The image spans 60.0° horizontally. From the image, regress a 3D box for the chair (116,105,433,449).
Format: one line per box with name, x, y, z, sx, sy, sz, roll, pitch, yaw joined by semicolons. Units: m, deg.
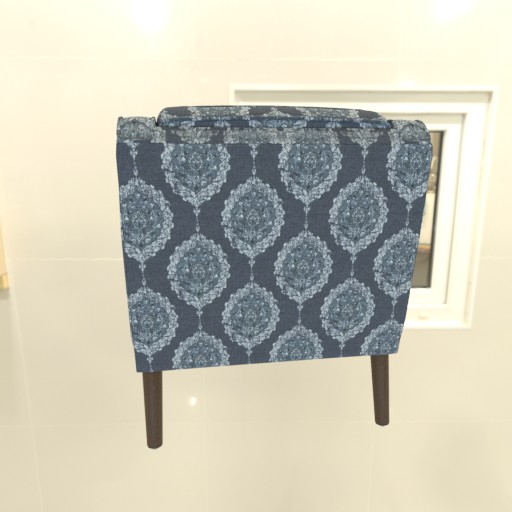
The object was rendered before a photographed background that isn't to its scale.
chair;0.000;0.000;1.304;0.663;0.792;0.743;-2;13;-9
